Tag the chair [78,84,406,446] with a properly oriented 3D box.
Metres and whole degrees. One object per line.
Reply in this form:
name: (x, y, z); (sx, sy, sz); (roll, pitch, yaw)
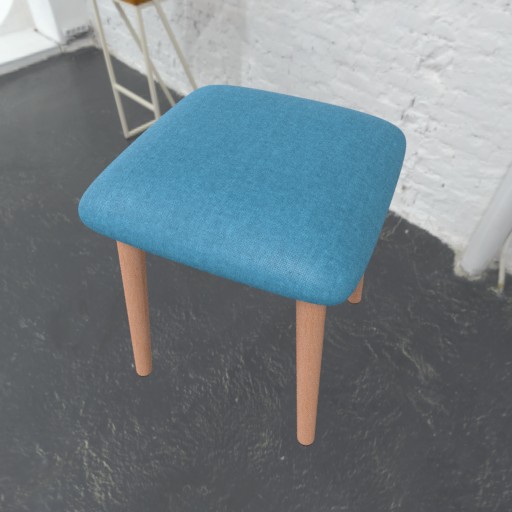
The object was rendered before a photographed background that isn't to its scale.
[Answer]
chair: (0.000, 0.000, 0.719); (0.360, 0.450, 0.360); (17, 50, 16)
